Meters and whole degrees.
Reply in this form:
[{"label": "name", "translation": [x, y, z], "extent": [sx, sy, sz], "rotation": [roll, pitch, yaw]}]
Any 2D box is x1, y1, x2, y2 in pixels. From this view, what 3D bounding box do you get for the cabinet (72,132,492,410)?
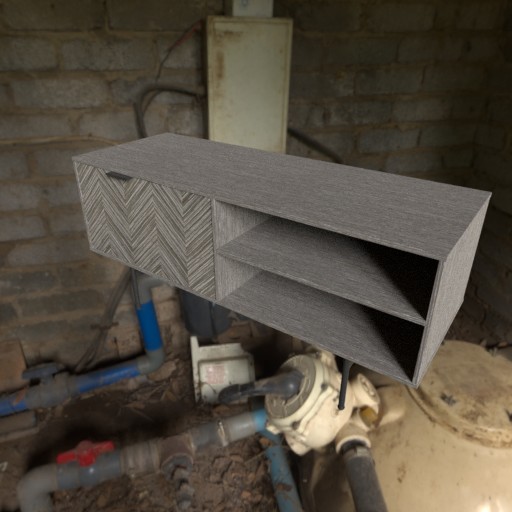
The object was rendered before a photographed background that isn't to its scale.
[{"label": "cabinet", "translation": [0.000, 0.000, 1.561], "extent": [1.300, 0.599, 0.500], "rotation": [19, 33, 31]}]
